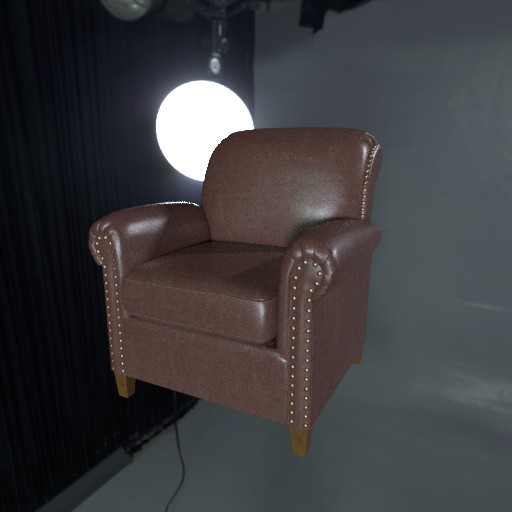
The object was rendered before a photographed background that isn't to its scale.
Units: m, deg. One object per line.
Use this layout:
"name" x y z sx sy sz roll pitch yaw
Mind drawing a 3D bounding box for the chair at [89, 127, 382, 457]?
"chair" 0.000 0.000 1.626 0.854 0.927 0.890 7 16 26
